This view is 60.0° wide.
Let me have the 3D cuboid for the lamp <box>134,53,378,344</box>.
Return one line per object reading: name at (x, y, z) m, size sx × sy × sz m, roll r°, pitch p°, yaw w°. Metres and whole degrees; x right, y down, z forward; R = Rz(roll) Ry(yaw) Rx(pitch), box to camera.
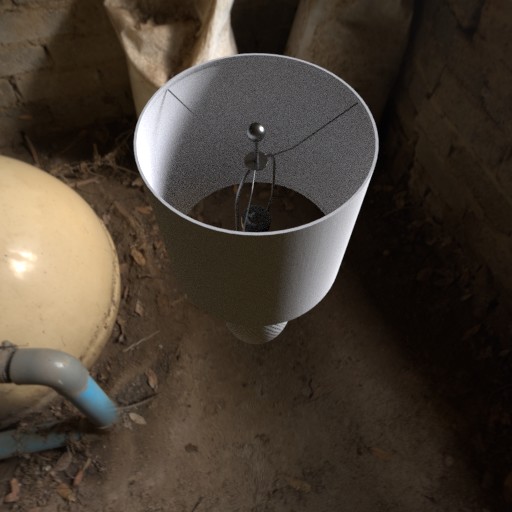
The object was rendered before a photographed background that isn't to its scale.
lamp at (0.000, 0.000, 0.588) m, size 0.214 × 0.466 × 0.214 m, roll 32°, pitch 66°, yaw 17°
